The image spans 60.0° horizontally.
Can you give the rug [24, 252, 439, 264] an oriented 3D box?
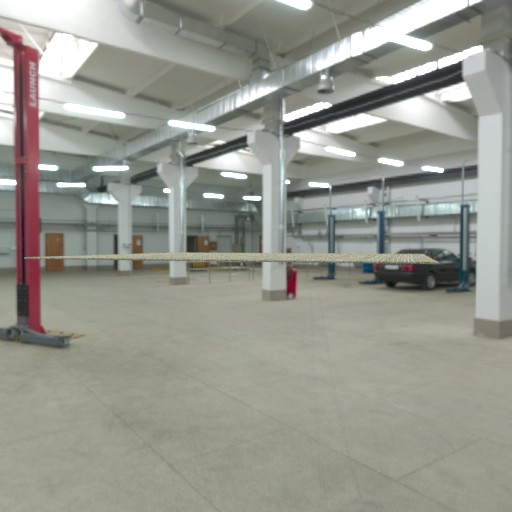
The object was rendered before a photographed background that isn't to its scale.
[{"bbox_3d":[0.000,0.000,4.170,3.034,0.012,2.471,0,1,19],"label":"rug"}]
